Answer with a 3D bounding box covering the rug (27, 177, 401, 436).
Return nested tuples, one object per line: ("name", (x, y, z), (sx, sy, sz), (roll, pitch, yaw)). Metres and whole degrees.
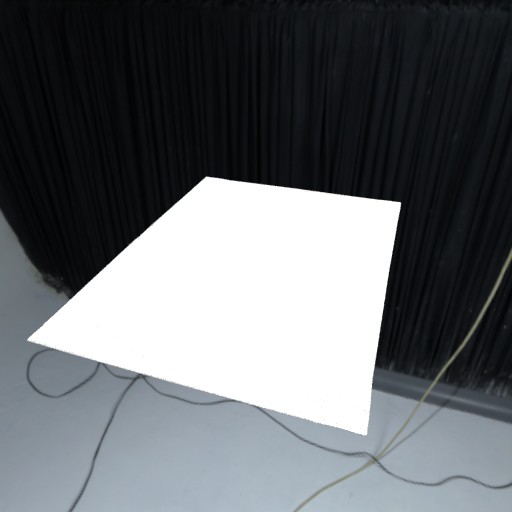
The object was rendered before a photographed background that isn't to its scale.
("rug", (0.000, 0.000, 4.890), (2.873, 0.053, 3.778), (11, 34, 16))
